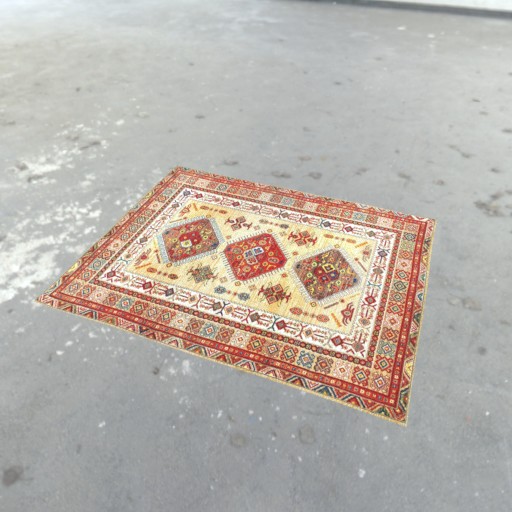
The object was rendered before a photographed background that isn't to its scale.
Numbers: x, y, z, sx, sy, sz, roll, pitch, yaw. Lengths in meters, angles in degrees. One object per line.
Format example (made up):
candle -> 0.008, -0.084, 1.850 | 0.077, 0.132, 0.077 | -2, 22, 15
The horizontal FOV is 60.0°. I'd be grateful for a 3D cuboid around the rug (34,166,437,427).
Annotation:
rug -> 0.000, 0.000, 4.158 | 3.067, 0.005, 2.460 | 14, 43, 16
